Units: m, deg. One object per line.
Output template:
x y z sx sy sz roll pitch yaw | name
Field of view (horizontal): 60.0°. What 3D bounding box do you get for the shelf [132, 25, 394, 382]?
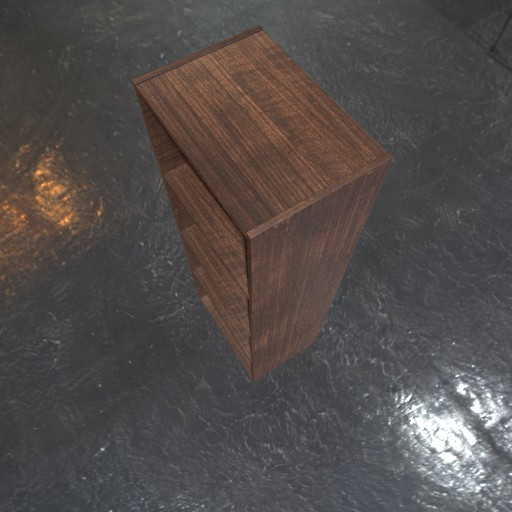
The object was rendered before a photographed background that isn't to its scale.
0.000 0.000 1.282 0.290 1.099 0.415 -30 67 -14 | shelf
